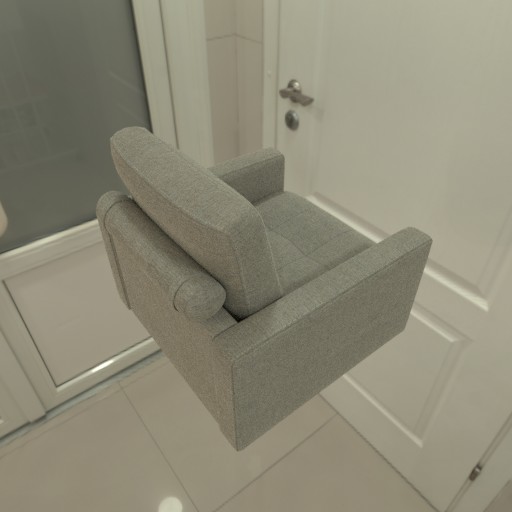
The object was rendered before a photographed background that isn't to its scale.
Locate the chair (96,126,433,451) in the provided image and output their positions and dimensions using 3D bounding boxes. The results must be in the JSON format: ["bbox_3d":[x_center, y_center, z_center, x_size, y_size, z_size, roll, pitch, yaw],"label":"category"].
[{"bbox_3d":[0.000,0.000,1.526,0.843,0.880,0.821,-26,47,-28],"label":"chair"}]
